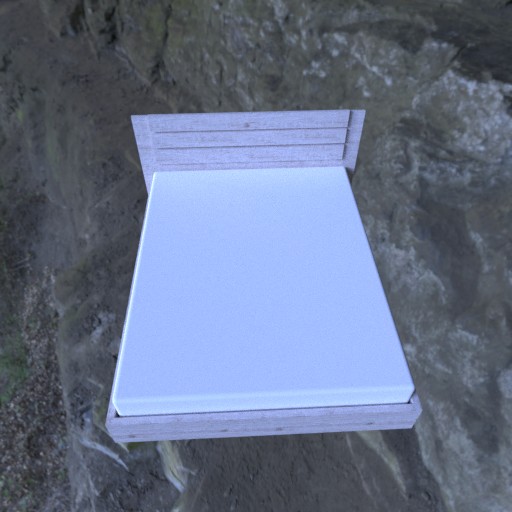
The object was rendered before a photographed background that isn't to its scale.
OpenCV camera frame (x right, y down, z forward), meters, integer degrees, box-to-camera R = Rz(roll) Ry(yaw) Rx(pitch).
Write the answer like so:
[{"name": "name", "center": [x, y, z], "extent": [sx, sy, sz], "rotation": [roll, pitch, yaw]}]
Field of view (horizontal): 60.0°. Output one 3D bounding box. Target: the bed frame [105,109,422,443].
[{"name": "bed frame", "center": [0.000, 0.000, 2.941], "extent": [1.750, 0.970, 2.080], "rotation": [-2, 46, -2]}]
